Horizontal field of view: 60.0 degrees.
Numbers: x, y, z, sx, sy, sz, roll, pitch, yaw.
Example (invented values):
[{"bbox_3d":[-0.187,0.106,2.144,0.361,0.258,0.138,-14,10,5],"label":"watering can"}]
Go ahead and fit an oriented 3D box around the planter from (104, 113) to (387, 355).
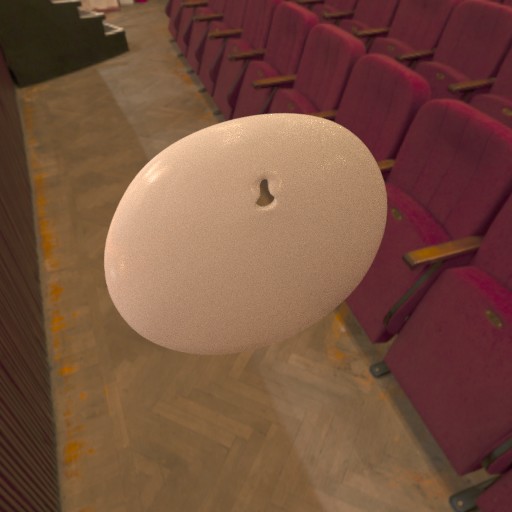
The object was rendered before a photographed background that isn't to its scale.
[{"bbox_3d":[0.000,0.000,0.284,0.185,0.188,0.043,-12,43,-13],"label":"planter"}]
